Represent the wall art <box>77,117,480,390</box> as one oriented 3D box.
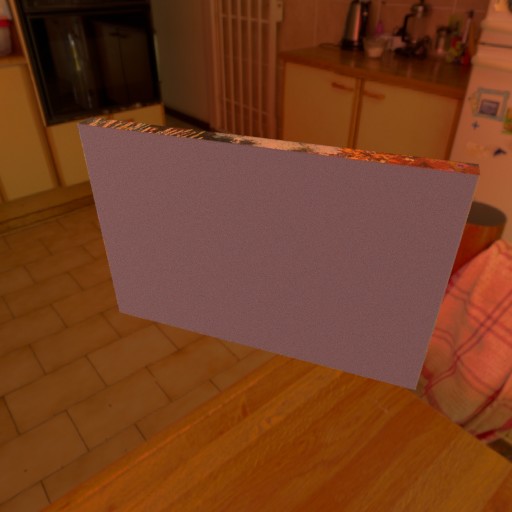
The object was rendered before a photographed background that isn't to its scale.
[{"bbox_3d":[0.000,0.000,0.768,0.610,0.406,0.037,11,35,16],"label":"wall art"}]
